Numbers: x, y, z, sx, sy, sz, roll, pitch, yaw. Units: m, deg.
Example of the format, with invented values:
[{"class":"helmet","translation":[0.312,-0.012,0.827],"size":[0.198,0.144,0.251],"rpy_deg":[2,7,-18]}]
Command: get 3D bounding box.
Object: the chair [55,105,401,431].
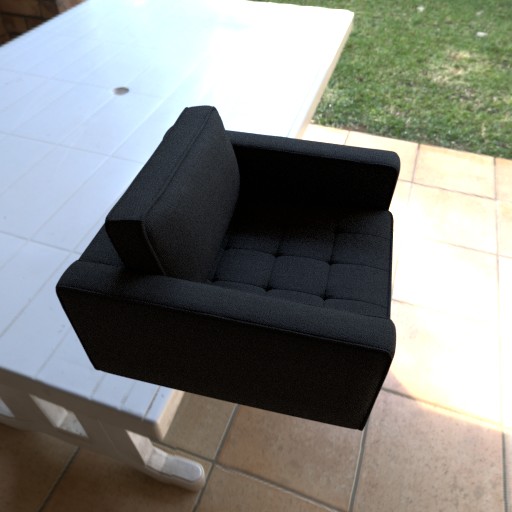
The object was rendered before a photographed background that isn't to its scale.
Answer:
[{"class":"chair","translation":[0.000,0.000,1.546],"size":[0.919,0.770,0.899],"rpy_deg":[10,47,9]}]
